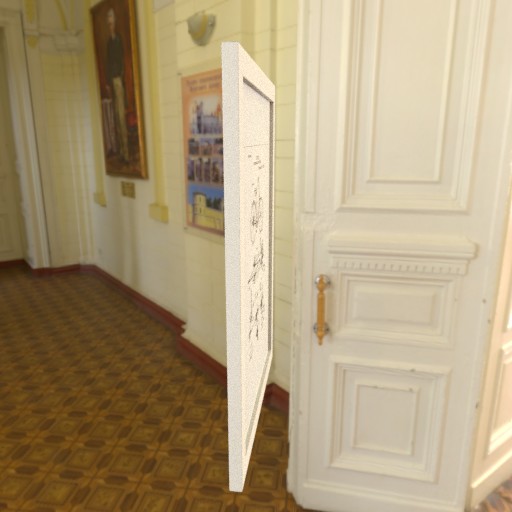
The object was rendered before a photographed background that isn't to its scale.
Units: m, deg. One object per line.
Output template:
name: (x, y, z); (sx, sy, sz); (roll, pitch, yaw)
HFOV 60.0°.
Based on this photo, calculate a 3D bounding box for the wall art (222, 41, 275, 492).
wall art: (0.000, 0.000, 0.611); (0.015, 0.477, 0.332); (2, 15, 8)
